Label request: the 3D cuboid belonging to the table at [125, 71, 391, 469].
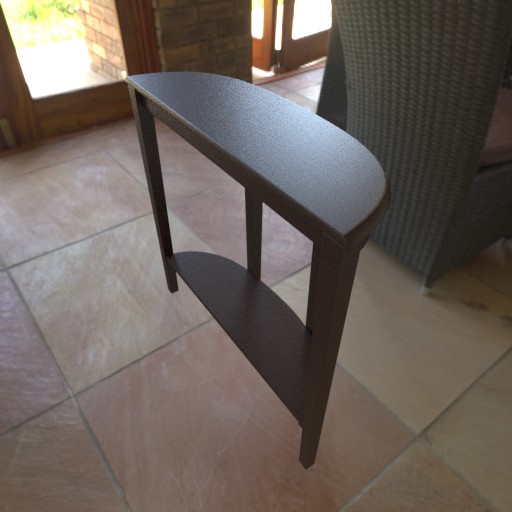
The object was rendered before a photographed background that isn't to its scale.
[{"bbox_3d":[0.000,0.000,1.289,0.274,0.831,0.909,-24,46,-26],"label":"table"}]
